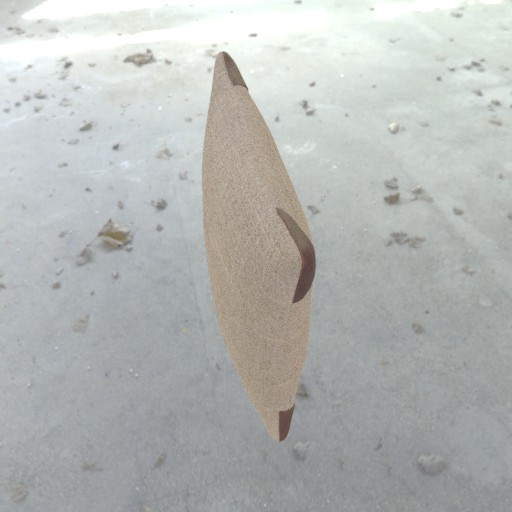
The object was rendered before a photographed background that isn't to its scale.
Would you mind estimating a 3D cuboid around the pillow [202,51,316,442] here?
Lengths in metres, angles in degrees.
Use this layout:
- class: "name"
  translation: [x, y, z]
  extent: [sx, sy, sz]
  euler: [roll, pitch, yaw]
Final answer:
- class: "pillow"
  translation: [0.000, 0.000, 0.673]
  extent: [0.147, 0.448, 0.437]
  euler: [-10, 47, -9]
